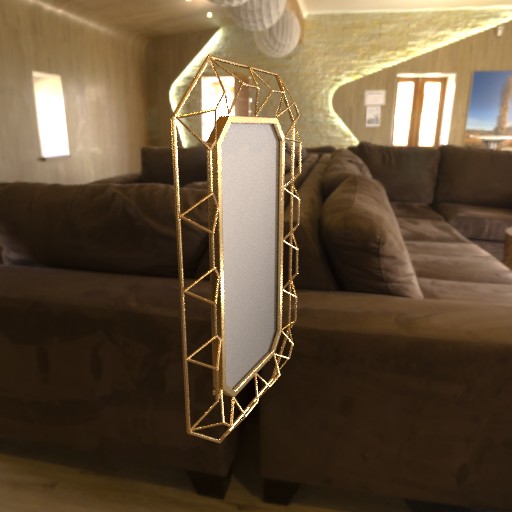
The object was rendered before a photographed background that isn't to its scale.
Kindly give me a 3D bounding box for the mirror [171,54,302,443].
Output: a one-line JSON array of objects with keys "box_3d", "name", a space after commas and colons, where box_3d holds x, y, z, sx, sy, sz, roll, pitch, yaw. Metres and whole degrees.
[{"box_3d": [0.000, 0.000, 1.086, 0.051, 0.870, 0.572, 8, 18, 25], "name": "mirror"}]
